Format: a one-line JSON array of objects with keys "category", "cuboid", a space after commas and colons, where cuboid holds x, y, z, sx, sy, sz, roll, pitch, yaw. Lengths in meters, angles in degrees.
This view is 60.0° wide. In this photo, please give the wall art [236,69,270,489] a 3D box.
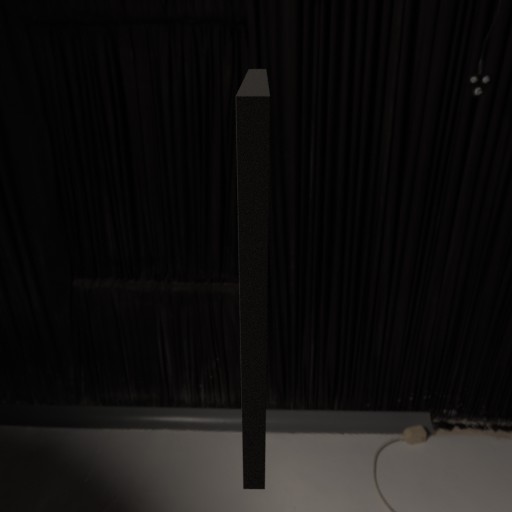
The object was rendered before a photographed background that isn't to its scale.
[{"category": "wall art", "cuboid": [0.000, 0.000, 0.541, 0.024, 0.404, 0.329, 0, 26, 1]}]
